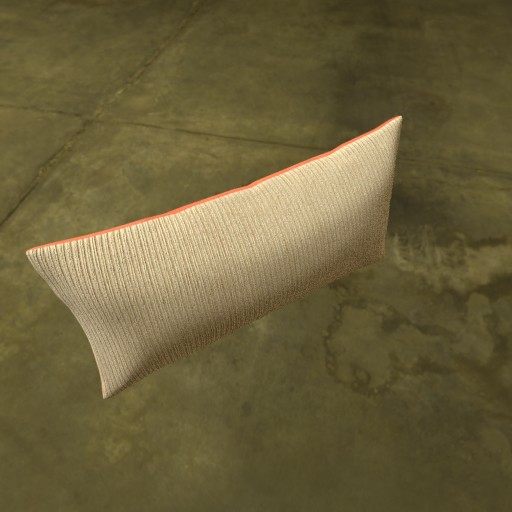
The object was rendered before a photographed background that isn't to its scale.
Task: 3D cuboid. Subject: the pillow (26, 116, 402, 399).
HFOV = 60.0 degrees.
[{"bbox_3d":[0.000,0.000,0.729,0.608,0.307,0.155,-24,51,-21],"label":"pillow"}]
